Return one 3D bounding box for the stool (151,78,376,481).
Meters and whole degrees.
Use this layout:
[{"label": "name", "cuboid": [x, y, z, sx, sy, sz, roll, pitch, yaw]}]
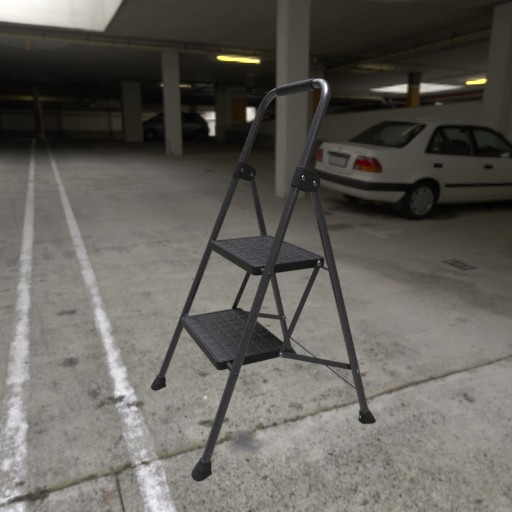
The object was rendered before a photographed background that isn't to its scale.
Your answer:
[{"label": "stool", "cuboid": [0.000, 0.000, 1.170, 0.514, 0.872, 0.450, -7, 16, -25]}]
